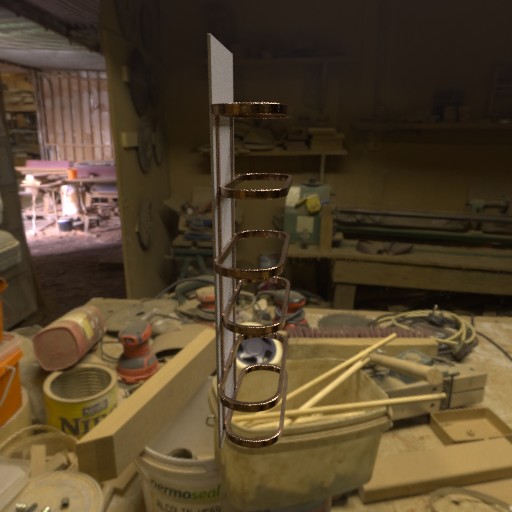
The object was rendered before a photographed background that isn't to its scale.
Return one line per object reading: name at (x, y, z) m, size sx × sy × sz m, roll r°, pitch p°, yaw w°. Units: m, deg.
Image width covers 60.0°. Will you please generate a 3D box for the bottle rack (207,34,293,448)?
bottle rack at (0.000, 0.000, 0.812) m, size 0.118 × 0.709 × 0.332 m, roll 2°, pitch 16°, yaw 7°
